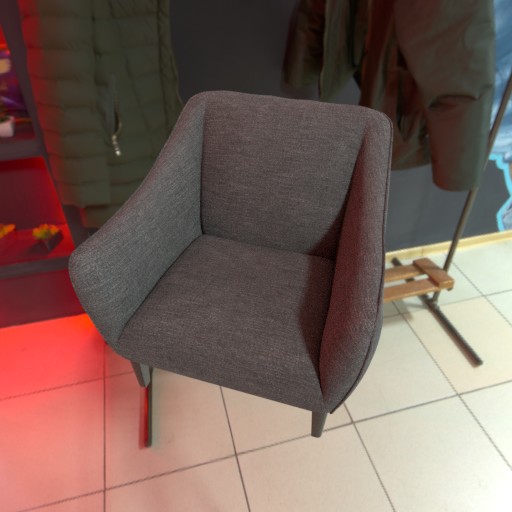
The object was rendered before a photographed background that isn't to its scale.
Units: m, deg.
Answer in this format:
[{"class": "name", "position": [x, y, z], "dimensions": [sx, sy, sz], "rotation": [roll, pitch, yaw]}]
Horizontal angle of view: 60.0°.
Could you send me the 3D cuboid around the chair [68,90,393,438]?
[{"class": "chair", "position": [0.000, 0.000, 1.542], "dimensions": [0.870, 0.829, 0.851], "rotation": [11, 41, 13]}]
